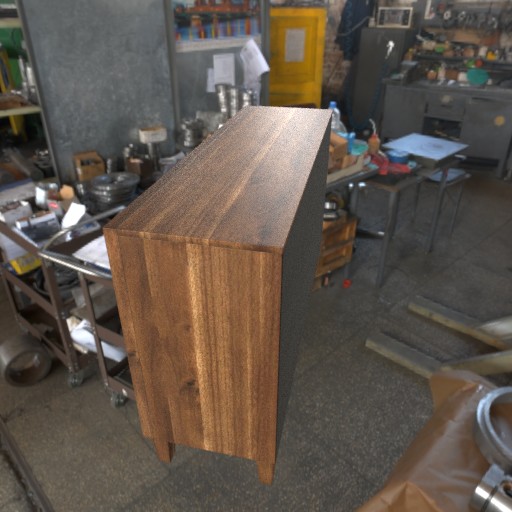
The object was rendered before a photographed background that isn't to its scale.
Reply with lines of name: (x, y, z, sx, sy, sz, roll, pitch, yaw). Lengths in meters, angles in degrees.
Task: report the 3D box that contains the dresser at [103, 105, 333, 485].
dresser: (0.000, 0.000, 1.810, 0.438, 0.892, 1.387, 7, 31, 11)
